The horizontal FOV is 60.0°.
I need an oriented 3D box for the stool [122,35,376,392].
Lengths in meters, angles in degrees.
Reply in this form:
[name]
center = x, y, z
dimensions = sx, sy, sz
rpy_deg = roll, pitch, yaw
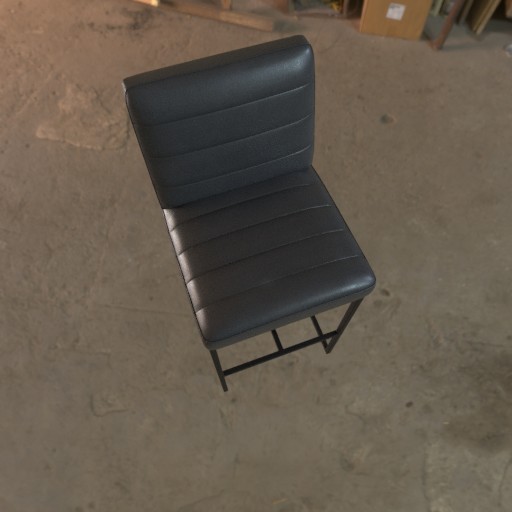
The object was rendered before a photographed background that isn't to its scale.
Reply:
[stool]
center = 0.000, 0.000, 1.346
dimensions = 0.457, 1.040, 0.552
rpy_deg = -18, 64, -9
